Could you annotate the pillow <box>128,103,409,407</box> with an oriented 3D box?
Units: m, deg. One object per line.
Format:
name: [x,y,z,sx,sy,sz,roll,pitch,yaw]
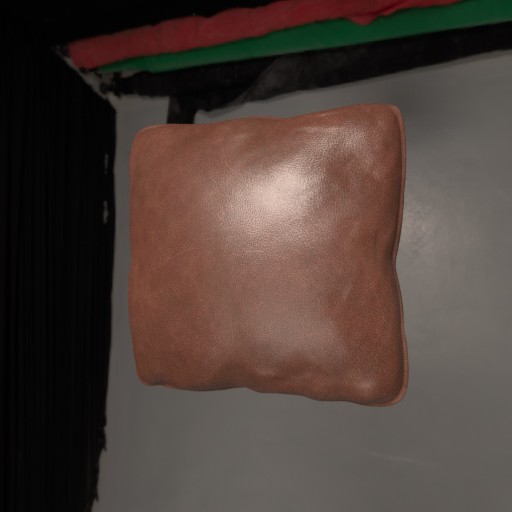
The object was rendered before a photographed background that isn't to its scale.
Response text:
pillow: [0.000,0.000,0.816,0.532,0.523,0.236,0,0,18]
